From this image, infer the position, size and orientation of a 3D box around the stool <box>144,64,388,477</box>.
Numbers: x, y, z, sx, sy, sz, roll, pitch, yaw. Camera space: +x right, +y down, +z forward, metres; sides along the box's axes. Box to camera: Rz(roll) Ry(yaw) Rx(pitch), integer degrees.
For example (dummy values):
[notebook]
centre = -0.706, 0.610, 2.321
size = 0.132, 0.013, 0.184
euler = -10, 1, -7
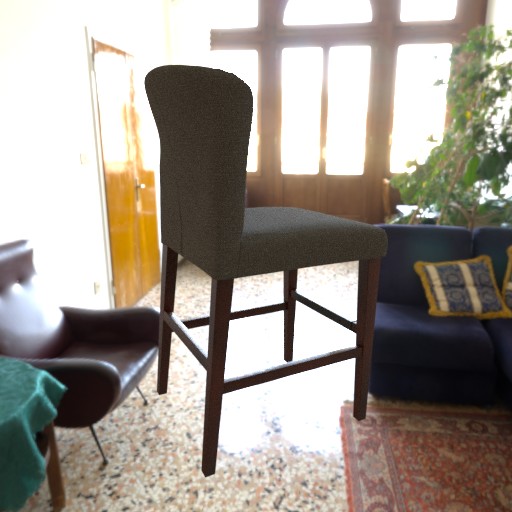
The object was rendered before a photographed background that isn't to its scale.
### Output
[stool]
centre = 0.000, 0.000, 1.275
size = 0.568, 0.968, 0.479
euler = -7, 16, -27
